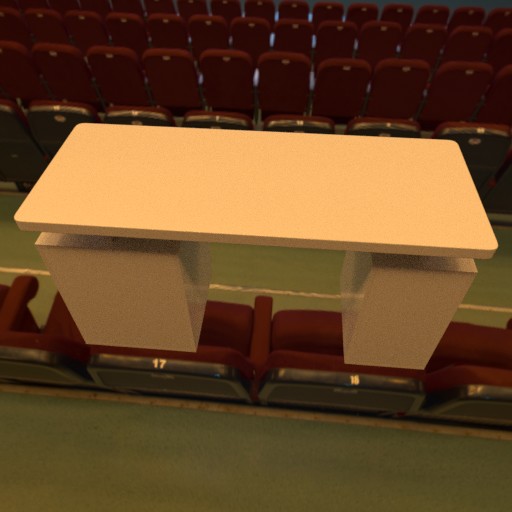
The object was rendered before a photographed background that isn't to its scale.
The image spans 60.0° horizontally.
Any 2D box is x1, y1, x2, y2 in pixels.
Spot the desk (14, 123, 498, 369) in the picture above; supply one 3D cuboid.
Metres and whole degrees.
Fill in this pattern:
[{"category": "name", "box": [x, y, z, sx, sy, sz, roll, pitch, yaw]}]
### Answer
[{"category": "desk", "box": [0.000, 0.000, 1.726, 1.400, 0.762, 0.550, 4, 47, 3]}]
